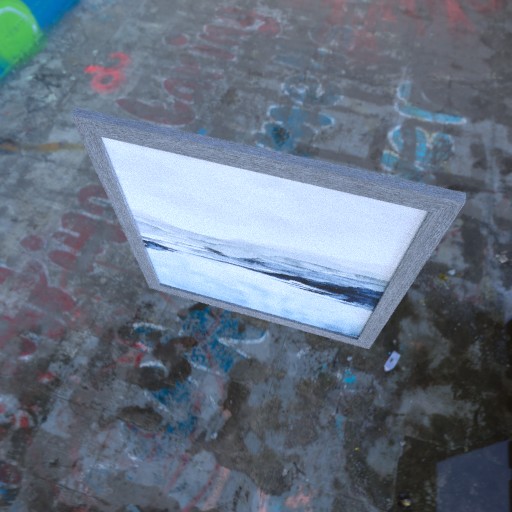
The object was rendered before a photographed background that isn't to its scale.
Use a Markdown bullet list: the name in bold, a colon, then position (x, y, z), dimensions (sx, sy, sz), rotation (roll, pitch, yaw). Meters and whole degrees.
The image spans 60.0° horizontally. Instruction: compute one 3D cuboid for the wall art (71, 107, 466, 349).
- **wall art**: position (0.000, 0.000, 1.038), dimensions (0.685, 0.685, 0.020), rotation (14, 60, 8)
